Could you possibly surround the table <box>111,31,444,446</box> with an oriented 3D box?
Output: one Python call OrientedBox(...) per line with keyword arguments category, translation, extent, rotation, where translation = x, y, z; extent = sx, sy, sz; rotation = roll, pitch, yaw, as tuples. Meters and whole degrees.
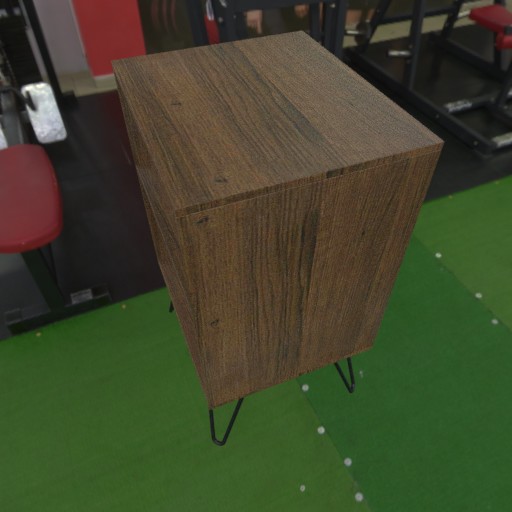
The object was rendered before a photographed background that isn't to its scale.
OrientedBox(category="table", translation=(0.000, 0.000, 1.139), extent=(0.457, 0.866, 0.526), rotation=(-16, 49, -15))
